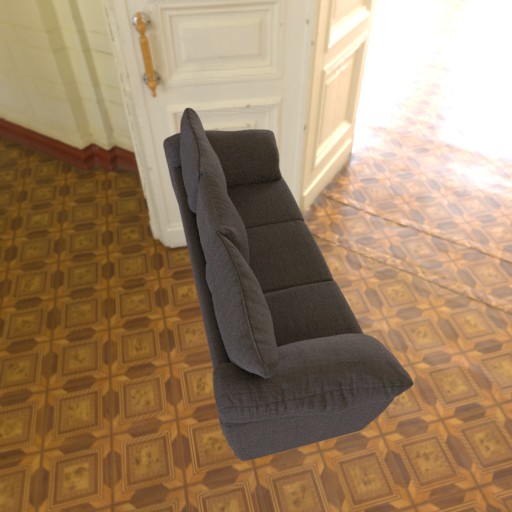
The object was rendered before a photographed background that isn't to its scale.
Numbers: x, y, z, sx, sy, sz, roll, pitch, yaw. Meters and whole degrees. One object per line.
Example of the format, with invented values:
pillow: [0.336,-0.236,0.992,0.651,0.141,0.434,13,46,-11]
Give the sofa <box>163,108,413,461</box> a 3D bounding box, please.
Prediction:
sofa: [0.000,0.000,2.833,0.883,1.080,2.336,-10,47,-10]
